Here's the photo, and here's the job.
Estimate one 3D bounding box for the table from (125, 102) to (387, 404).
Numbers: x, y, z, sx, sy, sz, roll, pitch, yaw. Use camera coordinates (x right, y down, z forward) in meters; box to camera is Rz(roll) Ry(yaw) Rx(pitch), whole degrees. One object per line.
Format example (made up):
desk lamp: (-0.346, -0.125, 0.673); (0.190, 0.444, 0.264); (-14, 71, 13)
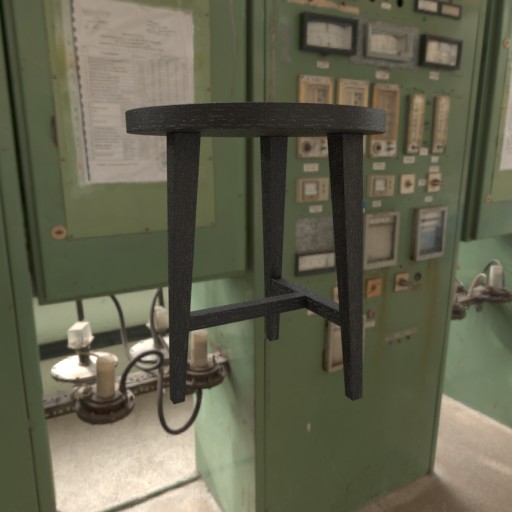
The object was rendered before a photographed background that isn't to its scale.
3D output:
table: (0.000, 0.000, 0.756); (0.399, 0.460, 0.399); (0, 14, 0)
